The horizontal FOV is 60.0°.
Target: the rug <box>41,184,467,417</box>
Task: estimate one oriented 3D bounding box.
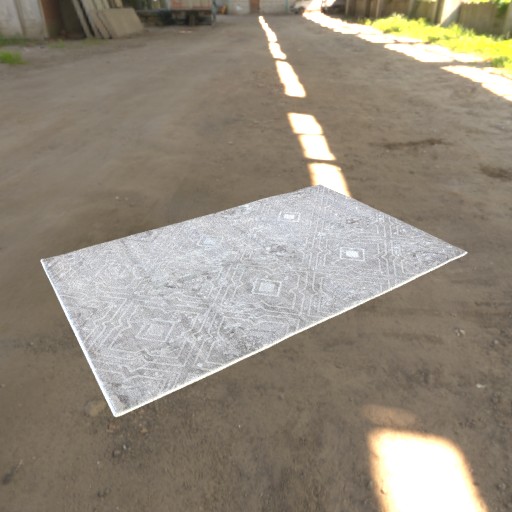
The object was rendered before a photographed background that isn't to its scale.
[{"bbox_3d":[0.000,0.000,2.988,2.447,0.036,1.537,-19,36,-28],"label":"rug"}]
